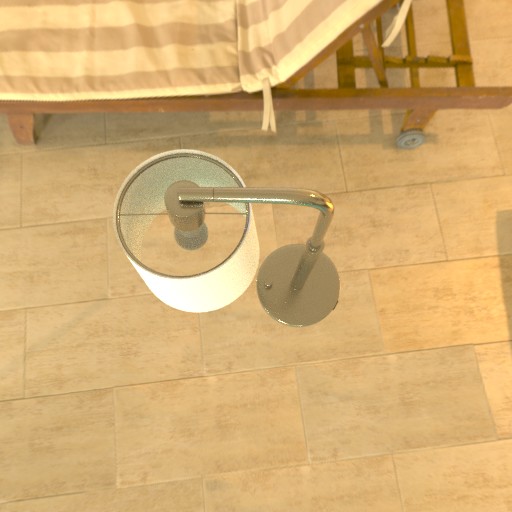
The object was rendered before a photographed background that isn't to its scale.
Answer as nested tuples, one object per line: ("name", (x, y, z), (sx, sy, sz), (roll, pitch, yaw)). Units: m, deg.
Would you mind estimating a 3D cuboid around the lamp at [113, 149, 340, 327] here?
("lamp", (0.000, 0.000, 0.657), (0.333, 0.489, 0.171), (-1, 75, 0))
